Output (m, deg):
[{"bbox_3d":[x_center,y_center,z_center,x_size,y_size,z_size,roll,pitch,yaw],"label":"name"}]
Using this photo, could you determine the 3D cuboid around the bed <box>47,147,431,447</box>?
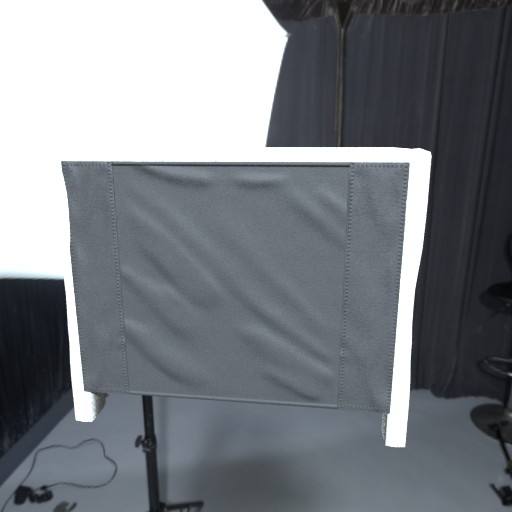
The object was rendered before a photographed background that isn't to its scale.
[{"bbox_3d":[0.000,0.000,3.741,2.219,1.771,2.347,2,14,7],"label":"bed"}]
